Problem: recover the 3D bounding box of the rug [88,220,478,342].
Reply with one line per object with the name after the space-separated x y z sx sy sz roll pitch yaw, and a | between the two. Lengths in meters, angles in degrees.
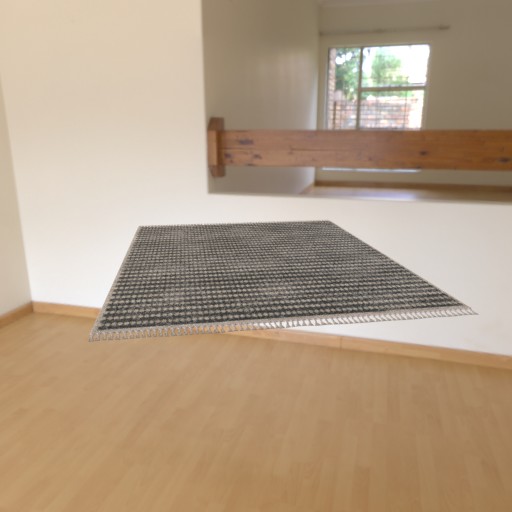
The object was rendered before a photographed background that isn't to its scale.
0.000 0.000 3.863 2.256 0.013 2.910 -3 16 -9 | rug
